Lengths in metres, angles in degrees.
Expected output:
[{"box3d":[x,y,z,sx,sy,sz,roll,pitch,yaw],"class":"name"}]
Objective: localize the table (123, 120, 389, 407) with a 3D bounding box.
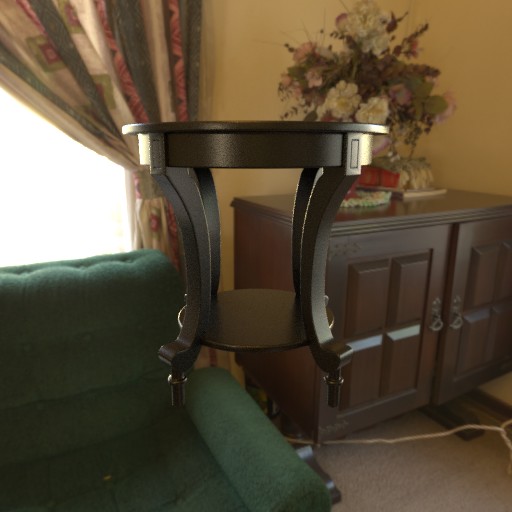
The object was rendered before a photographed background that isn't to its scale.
[{"box3d":[0.000,0.000,1.108,0.597,0.618,0.597,0,14,0],"class":"table"}]
